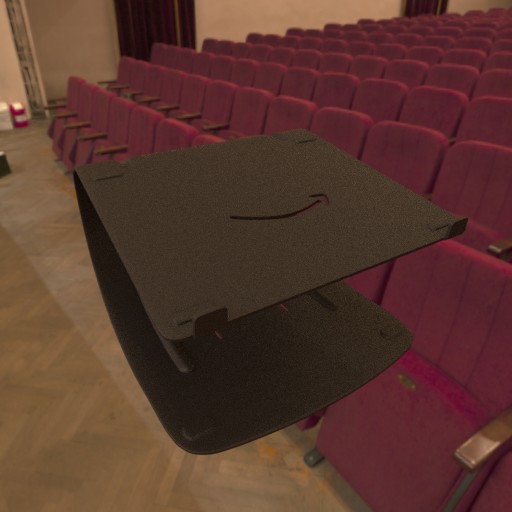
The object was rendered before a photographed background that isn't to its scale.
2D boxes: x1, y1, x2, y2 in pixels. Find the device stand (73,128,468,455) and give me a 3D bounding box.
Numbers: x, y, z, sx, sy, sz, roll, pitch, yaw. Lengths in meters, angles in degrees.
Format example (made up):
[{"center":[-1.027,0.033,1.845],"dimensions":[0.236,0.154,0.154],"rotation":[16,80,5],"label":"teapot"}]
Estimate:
[{"center":[0.000,0.000,0.391],"dimensions":[0.256,0.155,0.236],"rotation":[-18,34,-28],"label":"device stand"}]
